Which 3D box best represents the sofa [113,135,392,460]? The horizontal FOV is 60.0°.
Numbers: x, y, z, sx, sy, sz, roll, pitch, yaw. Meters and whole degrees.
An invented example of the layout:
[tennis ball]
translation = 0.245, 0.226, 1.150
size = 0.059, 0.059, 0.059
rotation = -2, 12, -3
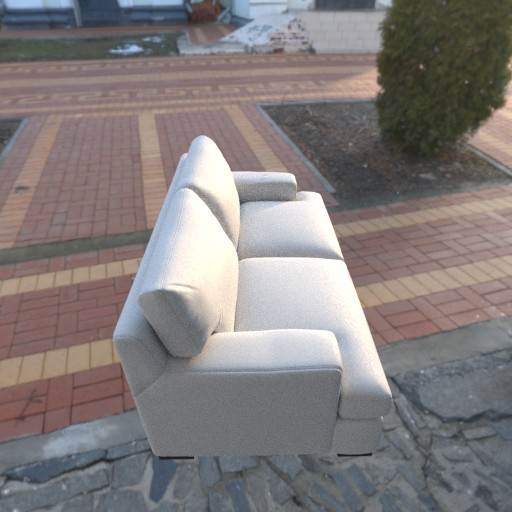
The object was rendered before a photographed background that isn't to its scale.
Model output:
[sofa]
translation = 0.000, 0.000, 2.752
size = 1.143, 0.940, 2.261
rotation = -1, 31, -1
